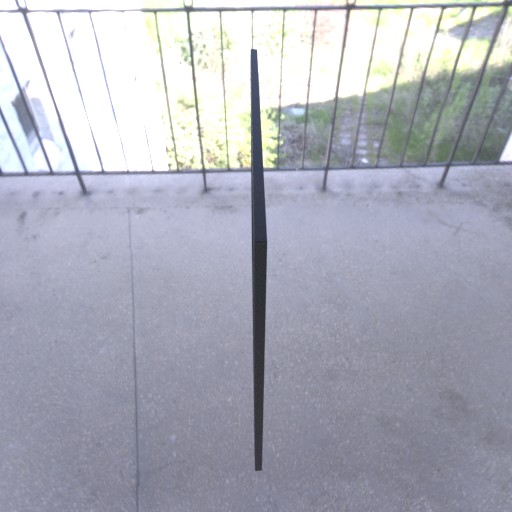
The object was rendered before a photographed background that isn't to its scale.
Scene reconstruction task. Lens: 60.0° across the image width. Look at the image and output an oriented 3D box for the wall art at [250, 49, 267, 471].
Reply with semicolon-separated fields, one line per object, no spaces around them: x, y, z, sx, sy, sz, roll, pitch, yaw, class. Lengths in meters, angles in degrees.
0.000;0.000;0.979;0.016;0.659;0.663;-1;43;-1;wall art
